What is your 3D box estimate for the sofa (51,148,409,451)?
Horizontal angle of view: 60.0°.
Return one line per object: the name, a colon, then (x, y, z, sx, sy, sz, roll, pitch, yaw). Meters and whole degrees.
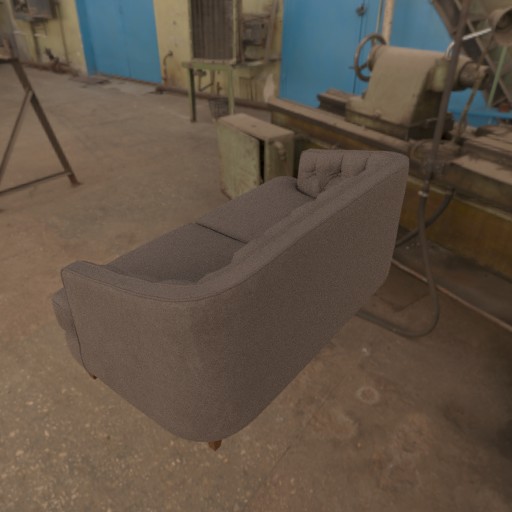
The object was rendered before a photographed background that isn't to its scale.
sofa: (0.000, 0.000, 2.227, 0.941, 0.855, 1.733, 23, 39, 32)
